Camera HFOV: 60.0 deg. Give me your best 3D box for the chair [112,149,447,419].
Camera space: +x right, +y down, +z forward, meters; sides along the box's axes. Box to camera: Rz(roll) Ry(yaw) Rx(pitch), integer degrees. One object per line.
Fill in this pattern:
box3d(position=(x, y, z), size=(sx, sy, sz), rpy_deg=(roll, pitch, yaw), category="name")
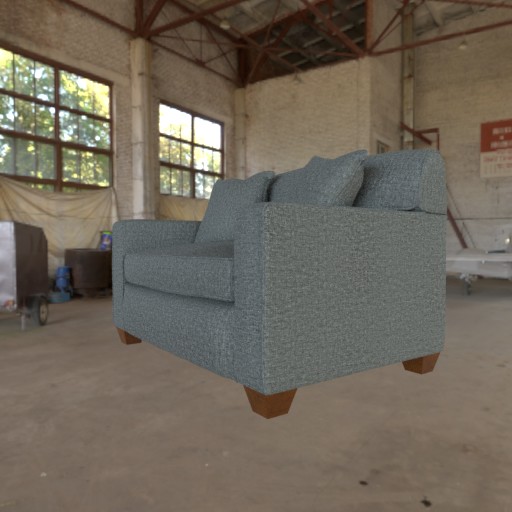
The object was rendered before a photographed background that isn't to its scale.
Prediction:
box3d(position=(0.000, 0.000, 2.104), size=(1.000, 0.948, 1.383), rpy_deg=(-1, 2, -36), category="chair")
